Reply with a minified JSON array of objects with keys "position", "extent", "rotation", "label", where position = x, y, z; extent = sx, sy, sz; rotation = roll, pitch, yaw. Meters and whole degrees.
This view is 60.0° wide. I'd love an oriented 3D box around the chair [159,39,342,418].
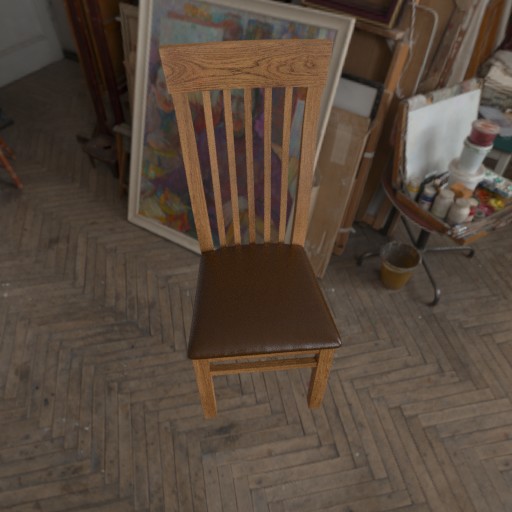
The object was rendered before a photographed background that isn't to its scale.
[{"position":[0.000,0.000,1.355],"extent":[0.450,1.050,0.580],"rotation":[-4,48,-4],"label":"chair"}]
